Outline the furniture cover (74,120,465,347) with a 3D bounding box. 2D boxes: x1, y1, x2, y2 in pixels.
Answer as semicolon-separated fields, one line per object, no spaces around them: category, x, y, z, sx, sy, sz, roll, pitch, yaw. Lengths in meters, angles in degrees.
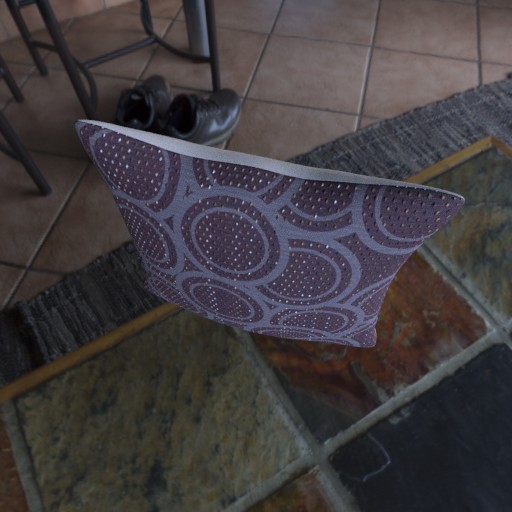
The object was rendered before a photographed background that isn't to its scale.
furniture cover;0.000;0.000;0.813;0.552;0.509;0.193;13;59;8
